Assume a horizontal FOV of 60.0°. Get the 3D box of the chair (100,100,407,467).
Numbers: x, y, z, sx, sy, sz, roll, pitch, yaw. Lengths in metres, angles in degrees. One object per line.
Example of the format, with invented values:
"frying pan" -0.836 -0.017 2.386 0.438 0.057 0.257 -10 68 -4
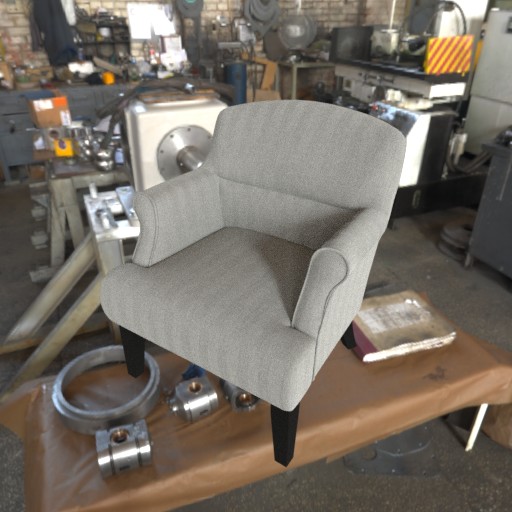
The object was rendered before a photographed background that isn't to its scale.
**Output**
"chair" 0.000 0.000 1.472 0.772 0.880 0.755 19 35 29
